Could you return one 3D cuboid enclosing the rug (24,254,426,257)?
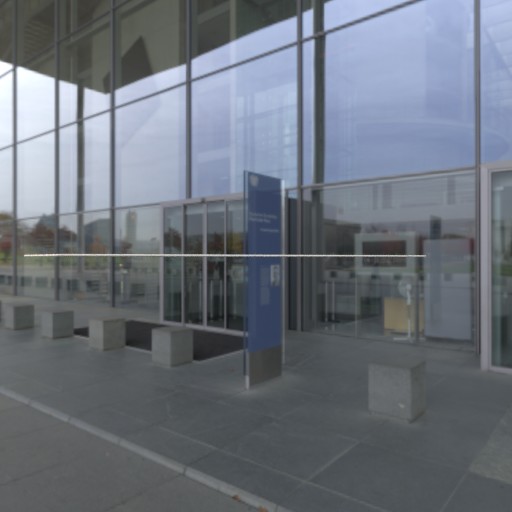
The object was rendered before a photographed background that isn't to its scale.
[{"bbox_3d":[0.000,0.000,2.714,2.435,0.009,0.750,0,0,-36],"label":"rug"}]
